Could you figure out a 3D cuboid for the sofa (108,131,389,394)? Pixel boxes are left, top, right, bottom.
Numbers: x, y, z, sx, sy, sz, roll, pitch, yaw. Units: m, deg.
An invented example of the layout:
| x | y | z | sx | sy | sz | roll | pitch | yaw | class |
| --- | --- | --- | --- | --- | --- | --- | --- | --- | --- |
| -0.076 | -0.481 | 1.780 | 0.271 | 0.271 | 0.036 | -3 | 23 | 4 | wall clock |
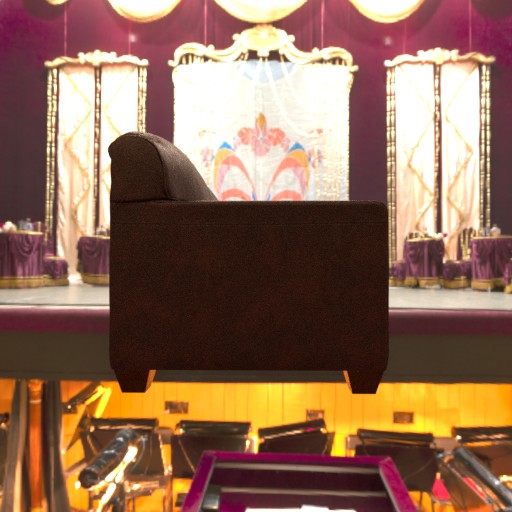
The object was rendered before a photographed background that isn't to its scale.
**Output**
| x | y | z | sx | sy | sz | roll | pitch | yaw | class |
| --- | --- | --- | --- | --- | --- | --- | --- | --- | --- |
| 0.000 | 0.000 | 2.408 | 1.000 | 0.966 | 1.856 | 0 | -1 | 1 | sofa |
